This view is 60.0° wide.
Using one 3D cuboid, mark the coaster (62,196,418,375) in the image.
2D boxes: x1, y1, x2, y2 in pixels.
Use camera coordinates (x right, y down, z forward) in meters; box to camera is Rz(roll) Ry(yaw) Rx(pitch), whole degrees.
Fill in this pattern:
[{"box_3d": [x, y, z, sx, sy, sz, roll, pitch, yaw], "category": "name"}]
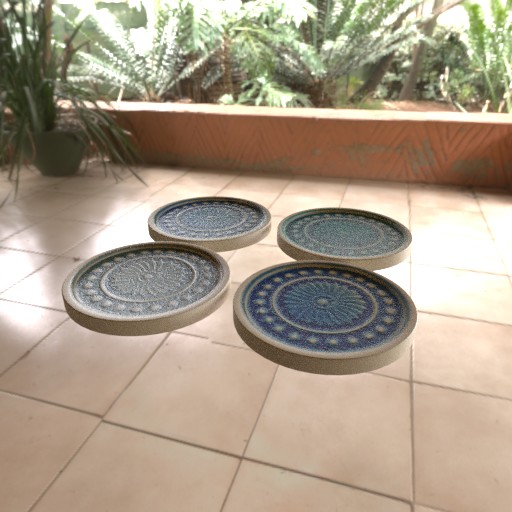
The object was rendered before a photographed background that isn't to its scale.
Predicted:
[{"box_3d": [0.000, 0.000, 0.330, 0.224, 0.010, 0.220, 7, 27, 14], "category": "coaster"}]
